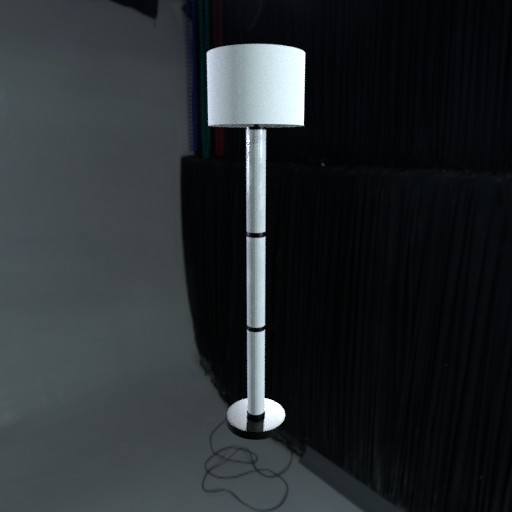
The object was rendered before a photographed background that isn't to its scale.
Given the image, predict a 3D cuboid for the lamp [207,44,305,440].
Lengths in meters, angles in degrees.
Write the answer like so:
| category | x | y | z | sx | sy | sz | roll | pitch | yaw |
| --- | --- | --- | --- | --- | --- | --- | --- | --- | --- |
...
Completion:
| category | x | y | z | sx | sy | sz | roll | pitch | yaw |
| --- | --- | --- | --- | --- | --- | --- | --- | --- | --- |
| lamp | 0.000 | 0.000 | 1.888 | 0.377 | 1.599 | 0.377 | -13 | 19 | -42 |
